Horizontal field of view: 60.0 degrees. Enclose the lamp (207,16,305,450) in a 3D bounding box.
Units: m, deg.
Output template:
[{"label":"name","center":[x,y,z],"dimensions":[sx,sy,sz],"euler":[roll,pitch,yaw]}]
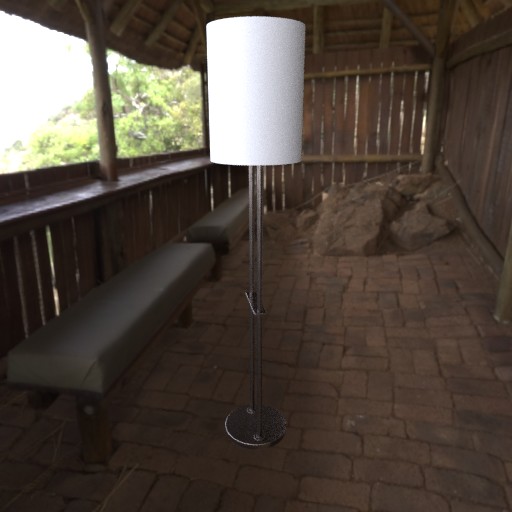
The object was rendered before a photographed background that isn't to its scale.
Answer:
[{"label":"lamp","center":[0.000,0.000,1.609],"dimensions":[0.305,1.500,0.306],"euler":[-3,18,-10]}]
